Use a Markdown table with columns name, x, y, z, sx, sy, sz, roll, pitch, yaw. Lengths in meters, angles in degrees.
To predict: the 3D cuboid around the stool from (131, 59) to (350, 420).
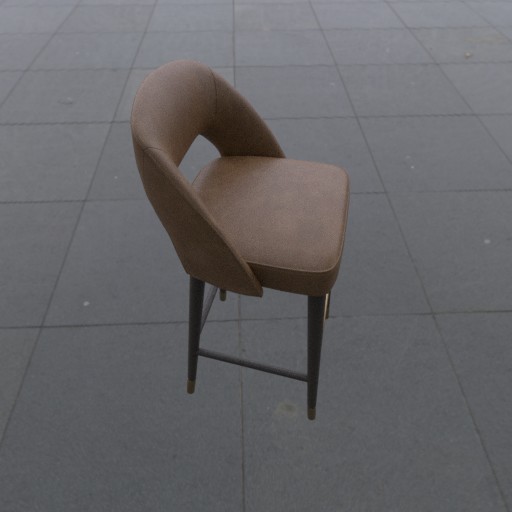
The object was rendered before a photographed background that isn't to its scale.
| name | x | y | z | sx | sy | sz | roll | pitch | yaw |
| --- | --- | --- | --- | --- | --- | --- | --- | --- | --- |
| stool | 0.000 | 0.000 | 1.318 | 0.509 | 1.037 | 0.494 | 9 | 47 | 9 |
